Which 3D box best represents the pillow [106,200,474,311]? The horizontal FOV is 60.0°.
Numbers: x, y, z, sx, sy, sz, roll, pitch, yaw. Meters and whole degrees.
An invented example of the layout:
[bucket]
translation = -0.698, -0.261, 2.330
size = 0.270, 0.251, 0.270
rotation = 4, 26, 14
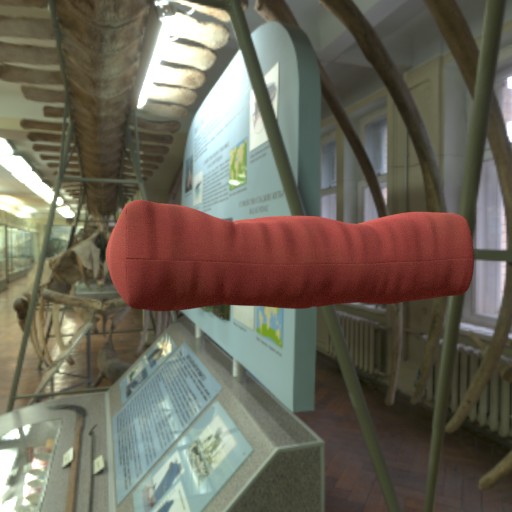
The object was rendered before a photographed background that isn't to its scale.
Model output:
[pillow]
translation = 0.000, 0.000, 0.732
size = 0.468, 0.128, 0.490
rotation = 0, 1, -19
